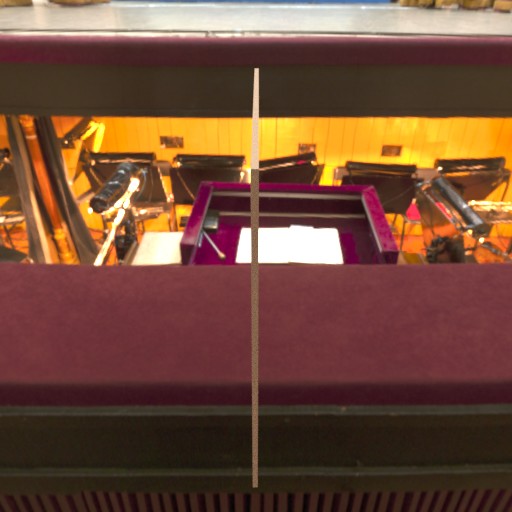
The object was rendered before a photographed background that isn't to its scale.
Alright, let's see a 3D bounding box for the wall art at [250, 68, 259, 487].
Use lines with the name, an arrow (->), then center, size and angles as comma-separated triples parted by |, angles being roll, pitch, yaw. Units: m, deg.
wall art -> 0.000, 0.000, 1.195 | 0.012, 0.809, 0.809 | 0, 32, 0
